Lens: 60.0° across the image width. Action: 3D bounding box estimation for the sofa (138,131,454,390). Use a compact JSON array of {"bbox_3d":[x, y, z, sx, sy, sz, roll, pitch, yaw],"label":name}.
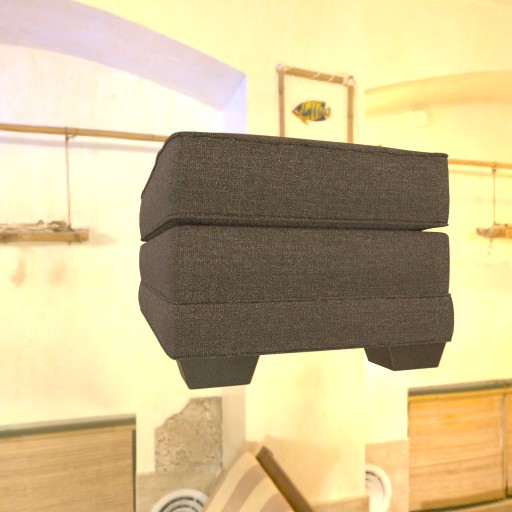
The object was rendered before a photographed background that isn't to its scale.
[{"bbox_3d":[0.000,0.000,1.206,0.578,0.457,0.854,0,-1,-18],"label":"sofa"}]
